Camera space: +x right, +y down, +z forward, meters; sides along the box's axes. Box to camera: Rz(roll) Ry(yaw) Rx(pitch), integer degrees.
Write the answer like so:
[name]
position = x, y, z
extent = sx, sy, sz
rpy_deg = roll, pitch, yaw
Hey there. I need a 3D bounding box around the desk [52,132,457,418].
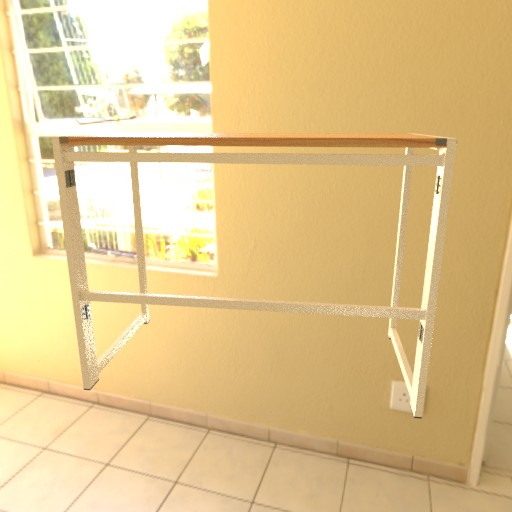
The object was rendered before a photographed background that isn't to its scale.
[desk]
position = 0.000, 0.000, 1.443
extent = 1.016, 0.762, 0.508
rpy_deg = 2, 17, 8
